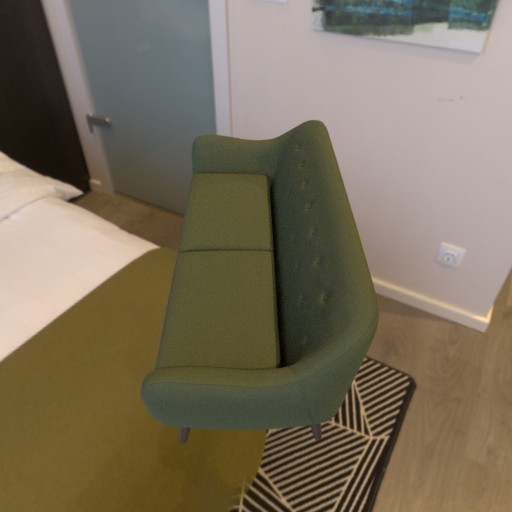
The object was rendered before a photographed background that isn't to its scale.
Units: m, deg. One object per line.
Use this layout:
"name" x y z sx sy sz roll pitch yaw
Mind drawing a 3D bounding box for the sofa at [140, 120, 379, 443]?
"sofa" 0.000 0.000 2.262 0.820 0.836 1.840 0 41 0
